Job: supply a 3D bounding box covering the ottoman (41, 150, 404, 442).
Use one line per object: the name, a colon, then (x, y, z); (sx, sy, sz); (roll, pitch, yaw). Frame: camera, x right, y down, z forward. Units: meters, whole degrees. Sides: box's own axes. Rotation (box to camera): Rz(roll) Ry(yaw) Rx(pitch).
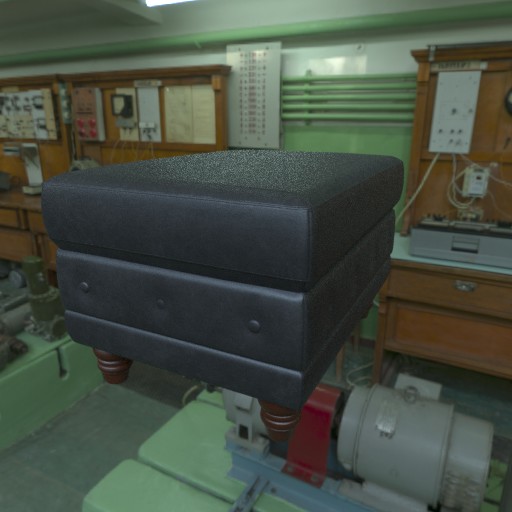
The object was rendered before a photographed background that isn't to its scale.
ottoman: (0.000, 0.000, 1.148); (0.590, 0.498, 0.795); (9, 20, 26)
